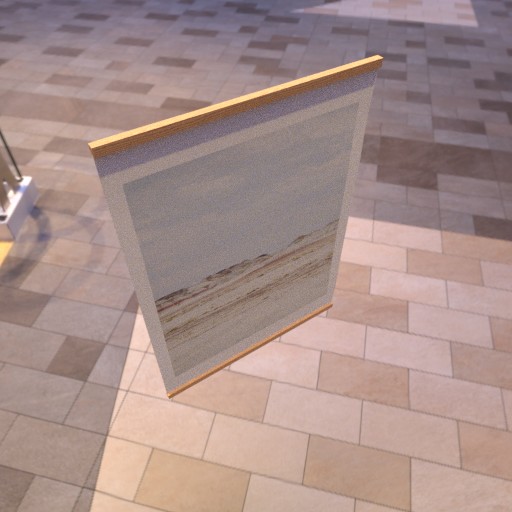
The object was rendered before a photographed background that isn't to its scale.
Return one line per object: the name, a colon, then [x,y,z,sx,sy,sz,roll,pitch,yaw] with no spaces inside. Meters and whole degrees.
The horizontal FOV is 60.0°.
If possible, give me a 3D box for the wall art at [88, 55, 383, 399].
wall art: [0.000,0.000,1.331,0.739,1.016,0.020,-25,51,-22]
